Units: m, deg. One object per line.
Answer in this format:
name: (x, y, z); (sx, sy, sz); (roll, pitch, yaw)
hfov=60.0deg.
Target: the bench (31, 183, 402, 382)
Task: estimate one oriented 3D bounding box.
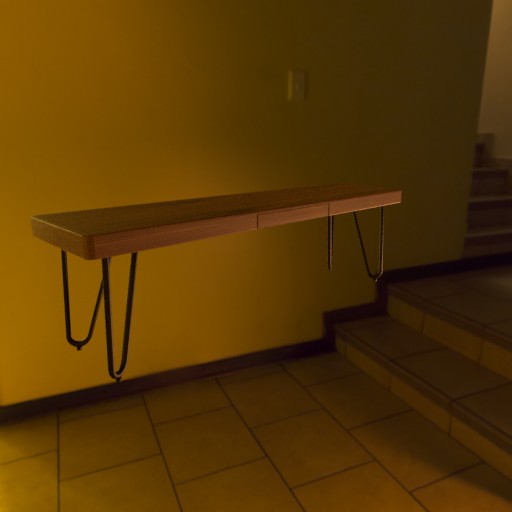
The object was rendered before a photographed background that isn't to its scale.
bench: (0.000, 0.000, 1.821); (1.570, 0.462, 0.425); (-14, 20, -42)
